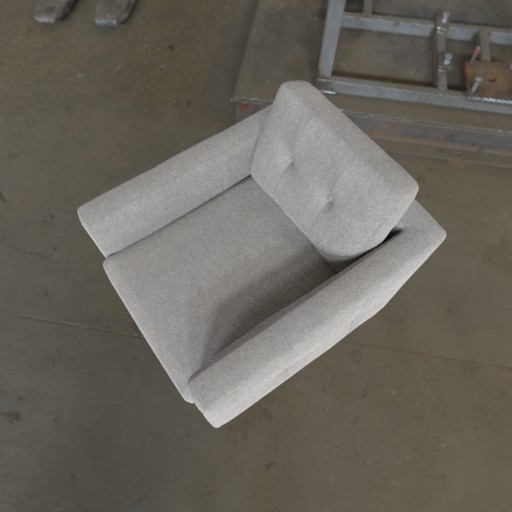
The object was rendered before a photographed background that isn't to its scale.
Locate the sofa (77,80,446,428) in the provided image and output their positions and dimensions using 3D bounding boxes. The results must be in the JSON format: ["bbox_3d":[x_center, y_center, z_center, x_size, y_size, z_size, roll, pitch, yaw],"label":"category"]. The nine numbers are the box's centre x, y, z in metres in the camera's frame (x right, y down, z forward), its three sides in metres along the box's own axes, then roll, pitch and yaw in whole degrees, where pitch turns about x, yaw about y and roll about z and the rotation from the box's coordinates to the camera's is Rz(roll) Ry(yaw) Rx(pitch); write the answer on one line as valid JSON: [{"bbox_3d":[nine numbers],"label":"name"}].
[{"bbox_3d":[0.000,0.000,1.549,0.920,0.860,0.770,-33,67,-15],"label":"sofa"}]
